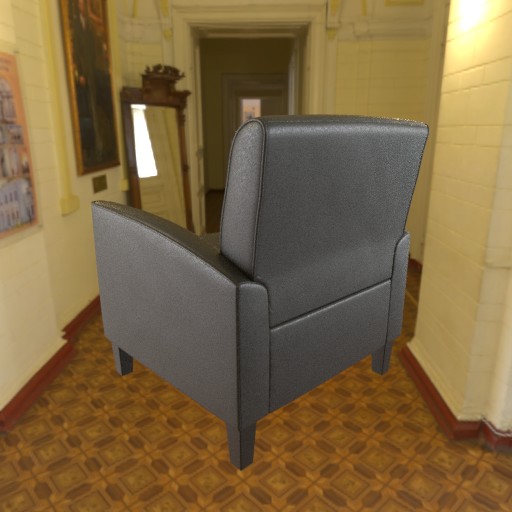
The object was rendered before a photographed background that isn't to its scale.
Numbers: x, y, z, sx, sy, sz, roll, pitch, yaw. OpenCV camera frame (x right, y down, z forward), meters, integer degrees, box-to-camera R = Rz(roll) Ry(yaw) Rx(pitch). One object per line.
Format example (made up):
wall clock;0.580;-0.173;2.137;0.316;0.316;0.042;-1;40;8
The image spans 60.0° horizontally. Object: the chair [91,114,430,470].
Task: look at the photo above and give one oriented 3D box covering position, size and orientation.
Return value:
chair;0.000;0.000;1.544;0.820;0.916;0.819;-14;21;-42
